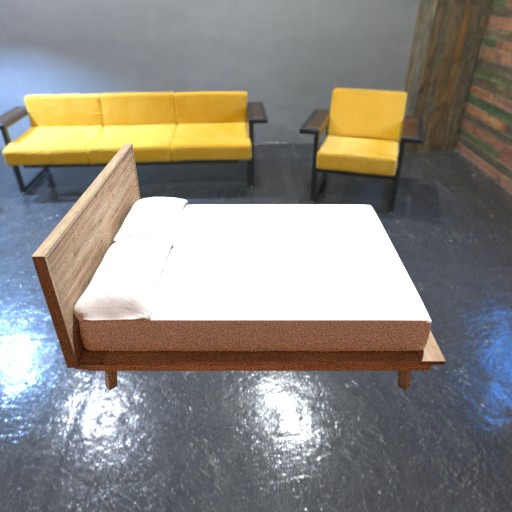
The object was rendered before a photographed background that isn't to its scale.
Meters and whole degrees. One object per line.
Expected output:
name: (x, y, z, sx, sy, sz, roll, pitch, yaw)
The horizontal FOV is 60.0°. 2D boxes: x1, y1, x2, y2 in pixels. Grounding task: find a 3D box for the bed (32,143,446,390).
bed: (0.000, 0.000, 3.129, 2.145, 1.071, 1.759, 0, 31, 0)
